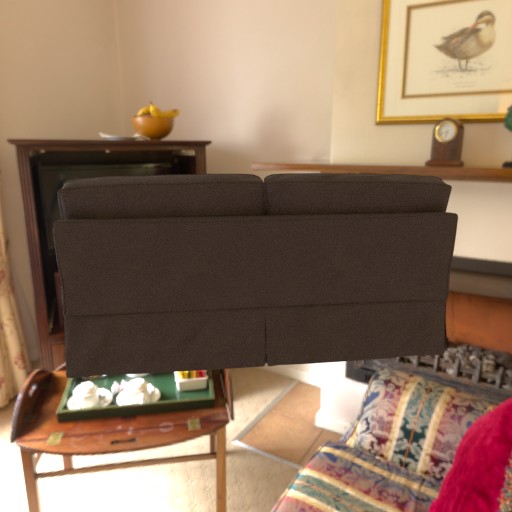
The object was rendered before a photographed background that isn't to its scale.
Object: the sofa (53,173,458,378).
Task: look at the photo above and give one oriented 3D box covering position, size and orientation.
[{"bbox_3d":[0.000,0.000,2.900,2.256,1.094,0.983,-2,13,-7],"label":"sofa"}]
